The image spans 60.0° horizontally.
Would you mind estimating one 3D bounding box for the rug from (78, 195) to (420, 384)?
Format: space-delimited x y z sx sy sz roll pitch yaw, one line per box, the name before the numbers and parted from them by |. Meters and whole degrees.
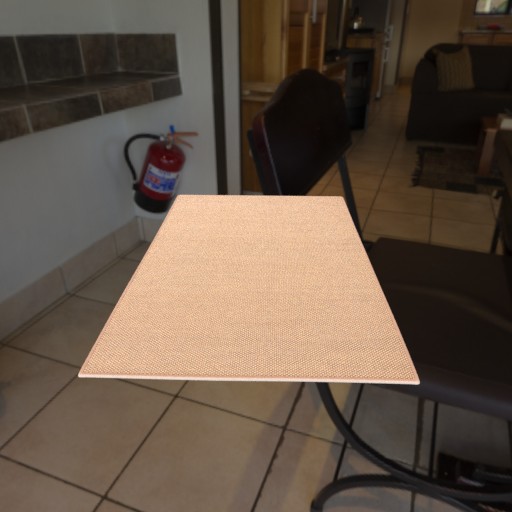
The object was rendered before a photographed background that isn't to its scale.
rug | 0.000 0.000 2.111 1.067 0.013 1.676 1 27 2
